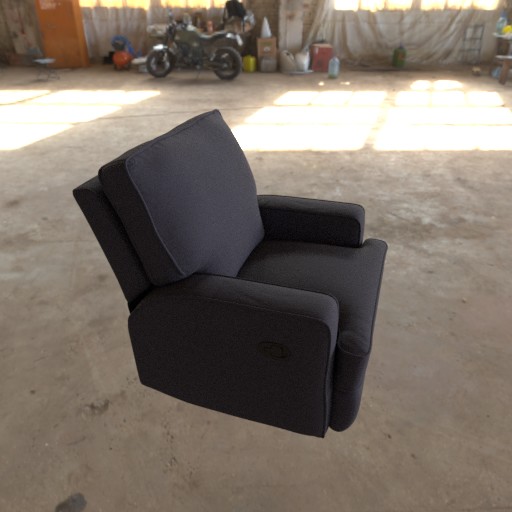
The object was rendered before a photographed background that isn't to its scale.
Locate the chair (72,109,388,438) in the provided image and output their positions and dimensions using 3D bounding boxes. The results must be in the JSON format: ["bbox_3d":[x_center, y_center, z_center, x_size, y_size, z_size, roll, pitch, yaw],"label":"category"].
[{"bbox_3d":[0.000,0.000,1.722,0.964,0.962,0.861,10,33,16],"label":"chair"}]
